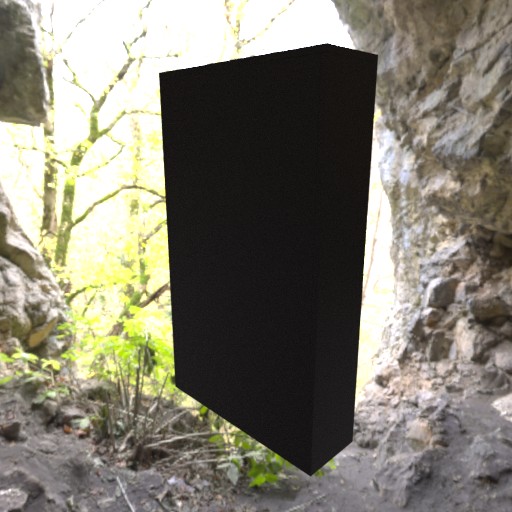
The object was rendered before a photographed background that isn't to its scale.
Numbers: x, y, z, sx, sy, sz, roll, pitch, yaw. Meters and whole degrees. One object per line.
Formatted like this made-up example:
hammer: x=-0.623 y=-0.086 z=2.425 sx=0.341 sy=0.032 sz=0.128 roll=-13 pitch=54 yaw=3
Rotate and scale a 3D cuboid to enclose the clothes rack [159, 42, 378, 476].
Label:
clothes rack: x=0.000 y=0.000 z=1.600 sx=0.250 sy=1.280 sz=0.750 roll=-15 pitch=21 yaw=-43
